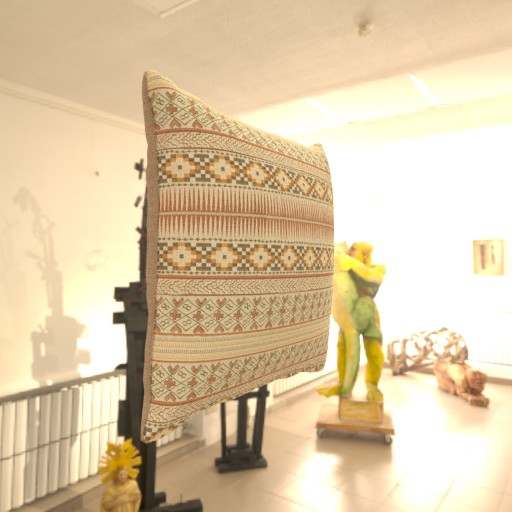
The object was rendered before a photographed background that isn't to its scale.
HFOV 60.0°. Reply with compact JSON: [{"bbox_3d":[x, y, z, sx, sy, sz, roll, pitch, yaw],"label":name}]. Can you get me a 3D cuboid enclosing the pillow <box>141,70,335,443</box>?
[{"bbox_3d":[0.000,0.000,0.811,0.215,0.519,0.521,0,-1,36],"label":"pillow"}]
